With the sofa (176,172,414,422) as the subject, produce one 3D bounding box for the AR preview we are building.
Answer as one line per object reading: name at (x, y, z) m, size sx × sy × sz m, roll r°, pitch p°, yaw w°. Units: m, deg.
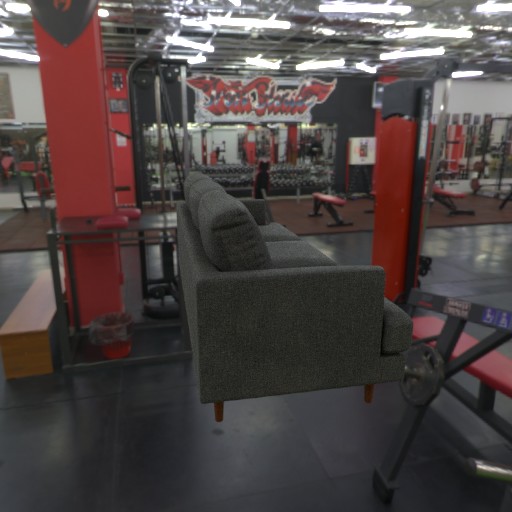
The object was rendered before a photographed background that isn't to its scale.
sofa at (0.000, 0.000, 2.785) m, size 0.903 × 0.930 × 2.246 m, roll -3°, pitch 15°, yaw -11°
